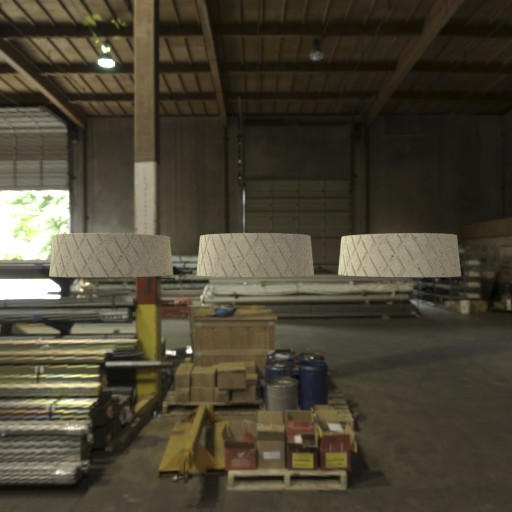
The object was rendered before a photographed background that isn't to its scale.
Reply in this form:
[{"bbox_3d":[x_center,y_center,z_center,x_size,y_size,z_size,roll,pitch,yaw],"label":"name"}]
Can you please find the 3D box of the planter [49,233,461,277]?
[{"bbox_3d":[0.000,0.000,0.432,0.390,0.038,0.114,0,0,-1],"label":"planter"}]
